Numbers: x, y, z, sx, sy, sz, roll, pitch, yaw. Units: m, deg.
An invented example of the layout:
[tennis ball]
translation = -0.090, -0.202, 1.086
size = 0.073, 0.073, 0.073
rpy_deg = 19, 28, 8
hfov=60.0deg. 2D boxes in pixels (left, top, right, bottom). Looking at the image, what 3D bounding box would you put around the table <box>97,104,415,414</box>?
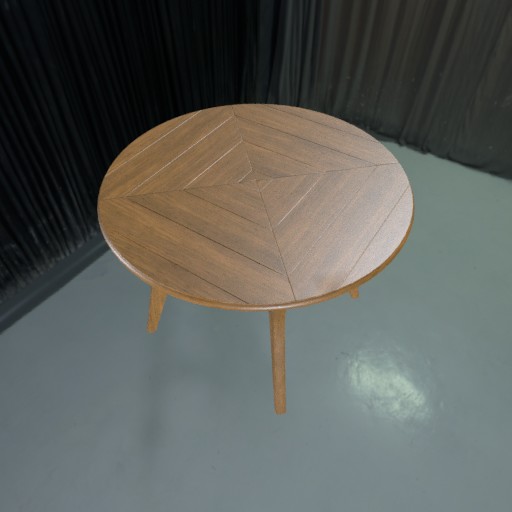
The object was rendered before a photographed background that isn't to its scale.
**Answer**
[table]
translation = 0.000, 0.000, 1.784
size = 1.055, 0.757, 1.055
rpy_deg = 0, 47, 0
